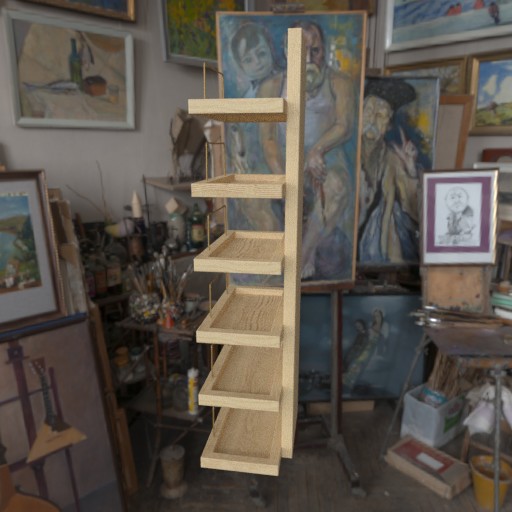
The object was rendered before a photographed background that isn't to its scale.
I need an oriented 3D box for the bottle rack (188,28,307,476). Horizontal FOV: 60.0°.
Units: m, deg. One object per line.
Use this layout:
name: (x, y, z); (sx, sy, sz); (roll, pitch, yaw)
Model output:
bottle rack: (0.000, 0.000, 1.060); (0.206, 0.943, 0.330); (2, 14, 9)
